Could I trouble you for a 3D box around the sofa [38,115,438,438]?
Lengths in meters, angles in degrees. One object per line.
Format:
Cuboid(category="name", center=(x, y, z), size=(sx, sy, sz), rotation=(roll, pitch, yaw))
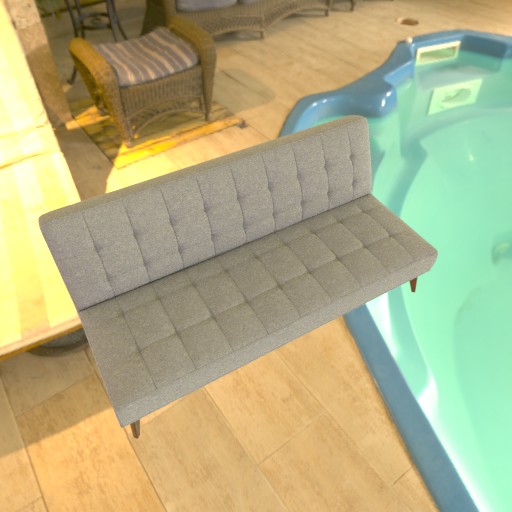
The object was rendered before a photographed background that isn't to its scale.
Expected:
Cuboid(category="sofa", center=(0.000, 0.000, 2.287), size=(1.800, 0.810, 0.860), rotation=(-23, 51, -20))
